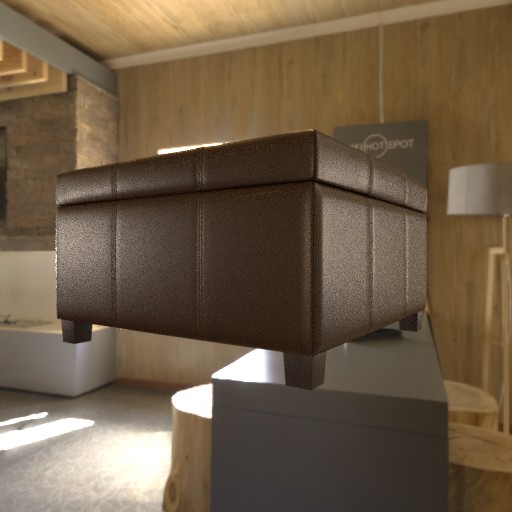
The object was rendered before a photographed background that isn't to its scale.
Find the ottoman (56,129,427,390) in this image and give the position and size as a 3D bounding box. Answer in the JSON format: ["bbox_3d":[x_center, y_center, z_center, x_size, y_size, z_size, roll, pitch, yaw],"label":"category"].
[{"bbox_3d":[0.000,0.000,1.285,0.788,0.460,0.787,0,0,34],"label":"ottoman"}]
